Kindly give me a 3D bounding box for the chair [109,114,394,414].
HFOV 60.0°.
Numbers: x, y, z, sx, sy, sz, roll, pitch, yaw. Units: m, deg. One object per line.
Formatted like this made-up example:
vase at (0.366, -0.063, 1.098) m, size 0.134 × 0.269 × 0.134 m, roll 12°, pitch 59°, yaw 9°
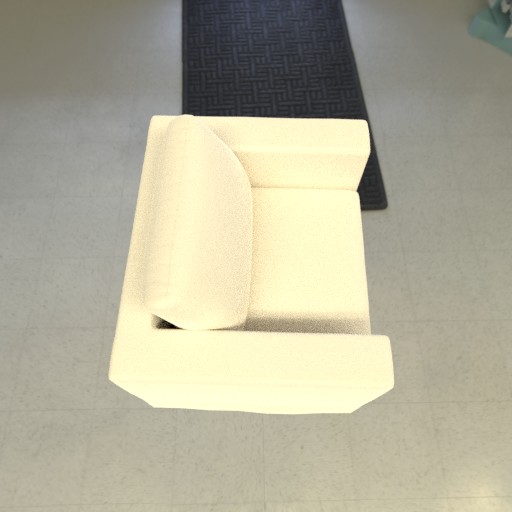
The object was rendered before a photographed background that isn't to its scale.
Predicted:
chair at (0.000, 0.000, 1.842) m, size 0.957 × 0.878 × 1.150 m, roll 1°, pitch 65°, yaw 1°
